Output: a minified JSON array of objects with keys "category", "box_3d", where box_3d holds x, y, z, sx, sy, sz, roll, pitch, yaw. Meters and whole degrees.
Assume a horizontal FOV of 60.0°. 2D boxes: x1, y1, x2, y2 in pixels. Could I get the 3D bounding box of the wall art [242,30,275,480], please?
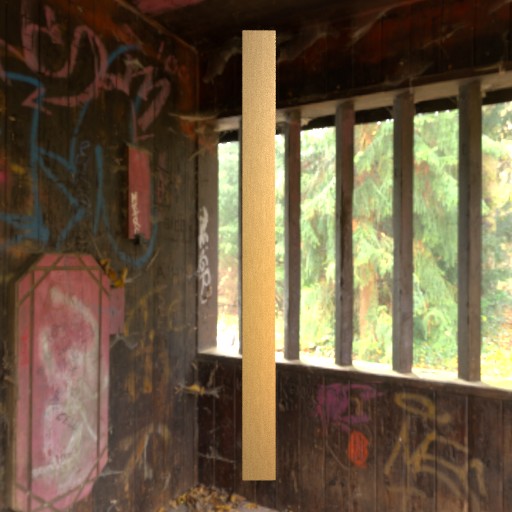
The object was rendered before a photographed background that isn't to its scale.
[{"category":"wall art","box_3d":[0.000,0.000,0.756,0.037,0.509,0.510,0,0,-1]}]
